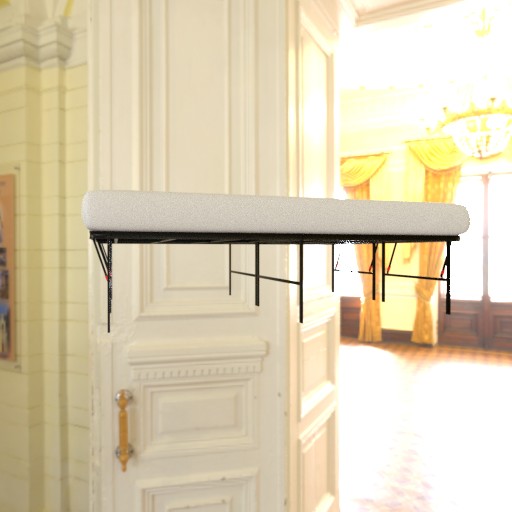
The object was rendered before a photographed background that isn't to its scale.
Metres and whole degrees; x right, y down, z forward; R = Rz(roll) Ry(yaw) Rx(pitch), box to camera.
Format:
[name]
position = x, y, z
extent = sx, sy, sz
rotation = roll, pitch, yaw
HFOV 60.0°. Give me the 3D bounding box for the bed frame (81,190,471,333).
[bed frame]
position = 0.000, 0.000, 2.969
extent = 2.151, 0.667, 1.584
rotation = 0, 1, -18
